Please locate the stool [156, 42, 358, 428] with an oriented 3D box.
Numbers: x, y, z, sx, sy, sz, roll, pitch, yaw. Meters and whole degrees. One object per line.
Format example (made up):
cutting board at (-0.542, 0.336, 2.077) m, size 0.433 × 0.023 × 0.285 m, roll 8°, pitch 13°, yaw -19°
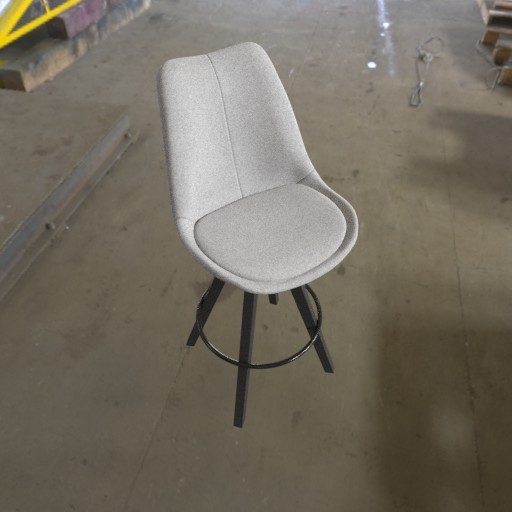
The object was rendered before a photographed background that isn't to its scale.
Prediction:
stool at (0.000, 0.000, 1.419) m, size 0.485 × 1.115 × 0.550 m, roll -24°, pitch 50°, yaw -21°
